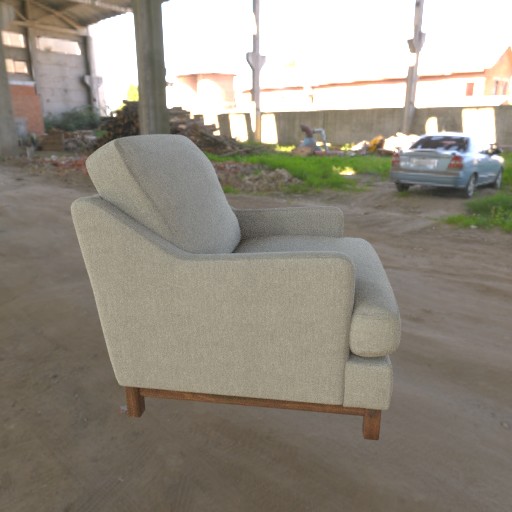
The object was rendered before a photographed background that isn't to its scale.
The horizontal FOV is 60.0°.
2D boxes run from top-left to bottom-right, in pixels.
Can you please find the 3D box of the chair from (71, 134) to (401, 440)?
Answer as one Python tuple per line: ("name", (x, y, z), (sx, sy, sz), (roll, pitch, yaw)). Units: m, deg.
("chair", (0.000, 0.000, 1.550), (0.892, 0.821, 0.826), (2, 16, 8))
